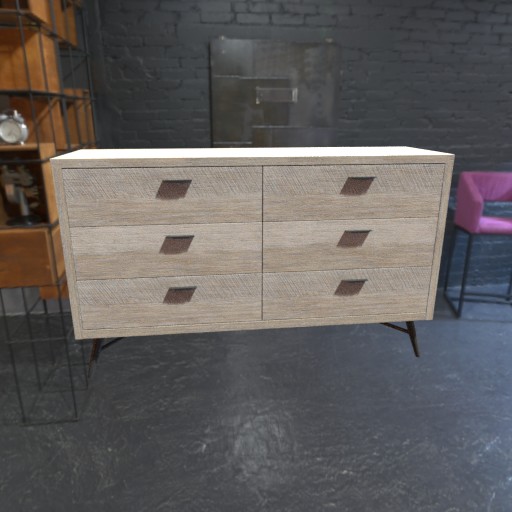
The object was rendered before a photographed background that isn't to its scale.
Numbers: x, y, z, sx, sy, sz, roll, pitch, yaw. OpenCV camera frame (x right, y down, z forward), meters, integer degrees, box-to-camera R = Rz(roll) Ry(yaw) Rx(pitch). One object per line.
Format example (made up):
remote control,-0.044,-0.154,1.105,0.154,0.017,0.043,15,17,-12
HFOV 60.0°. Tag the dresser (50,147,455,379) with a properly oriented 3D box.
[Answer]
dresser,0.000,0.000,1.996,1.524,0.914,0.457,-2,18,-6
